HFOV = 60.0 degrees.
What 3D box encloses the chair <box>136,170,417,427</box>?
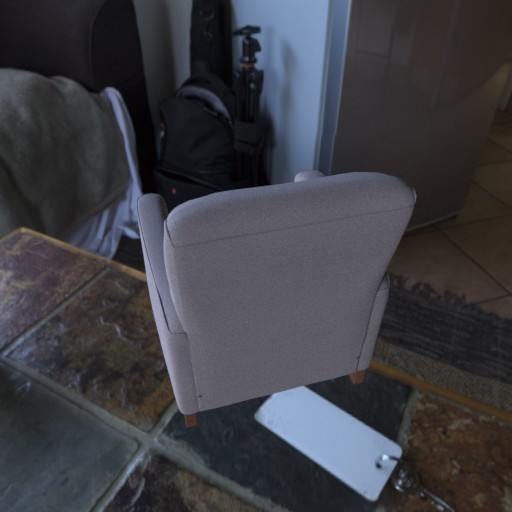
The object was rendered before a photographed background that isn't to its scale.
[{"bbox_3d":[0.000,0.000,1.725,0.845,1.023,0.859,-11,41,-12],"label":"chair"}]
